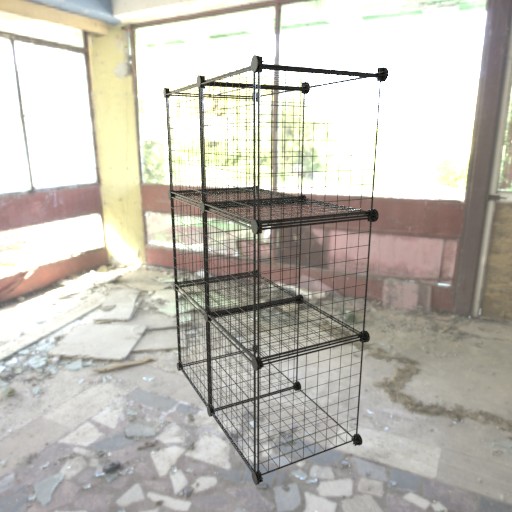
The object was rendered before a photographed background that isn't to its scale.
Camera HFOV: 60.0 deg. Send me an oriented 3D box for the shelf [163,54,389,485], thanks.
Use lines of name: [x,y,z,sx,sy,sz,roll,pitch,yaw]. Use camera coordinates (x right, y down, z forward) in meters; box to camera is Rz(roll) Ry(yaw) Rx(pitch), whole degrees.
shelf: [0.000,0.000,1.428,0.356,1.067,0.711,-7,17,-26]
